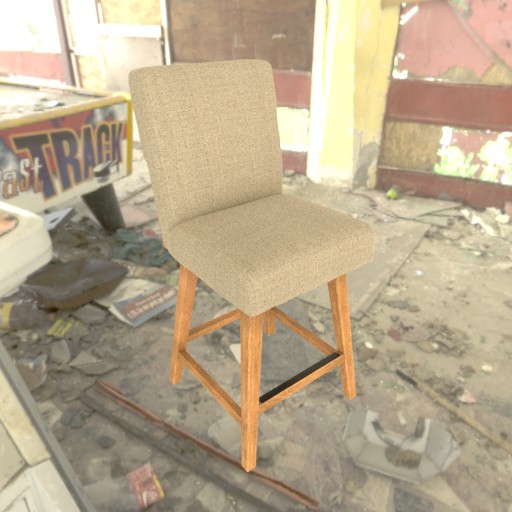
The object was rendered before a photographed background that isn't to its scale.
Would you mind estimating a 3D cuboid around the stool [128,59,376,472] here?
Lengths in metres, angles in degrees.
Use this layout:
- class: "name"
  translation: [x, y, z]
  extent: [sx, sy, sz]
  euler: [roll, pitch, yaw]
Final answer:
- class: "stool"
  translation: [0.000, 0.000, 1.297]
  extent: [0.459, 1.010, 0.526]
  euler: [-21, 35, -33]
